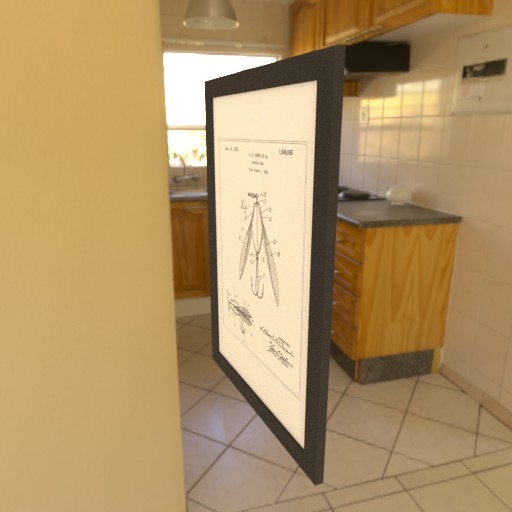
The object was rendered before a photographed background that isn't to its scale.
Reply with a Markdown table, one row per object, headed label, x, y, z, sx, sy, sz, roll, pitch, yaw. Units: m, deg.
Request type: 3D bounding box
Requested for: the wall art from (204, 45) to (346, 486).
| label | x | y | z | sx | sy | sz | roll | pitch | yaw |
| --- | --- | --- | --- | --- | --- | --- | --- | --- | --- |
| wall art | 0.000 | 0.000 | 0.679 | 0.013 | 0.534 | 0.380 | -8 | 18 | -25 |
